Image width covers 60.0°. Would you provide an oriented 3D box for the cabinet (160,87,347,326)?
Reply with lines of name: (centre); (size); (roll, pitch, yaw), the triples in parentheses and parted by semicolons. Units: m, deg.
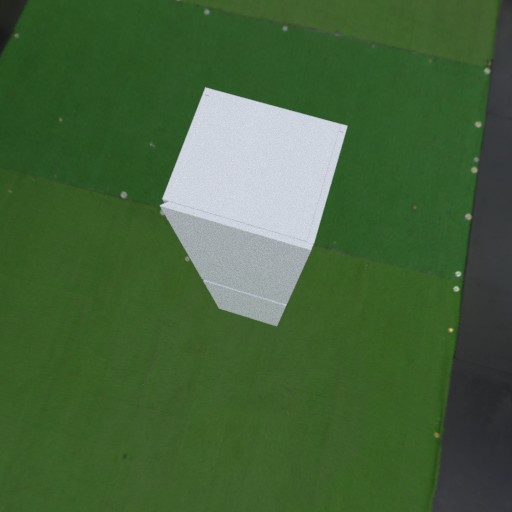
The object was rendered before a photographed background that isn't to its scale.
cabinet: (0.000, 0.000, 1.541); (0.300, 1.400, 0.270); (17, 76, 4)
